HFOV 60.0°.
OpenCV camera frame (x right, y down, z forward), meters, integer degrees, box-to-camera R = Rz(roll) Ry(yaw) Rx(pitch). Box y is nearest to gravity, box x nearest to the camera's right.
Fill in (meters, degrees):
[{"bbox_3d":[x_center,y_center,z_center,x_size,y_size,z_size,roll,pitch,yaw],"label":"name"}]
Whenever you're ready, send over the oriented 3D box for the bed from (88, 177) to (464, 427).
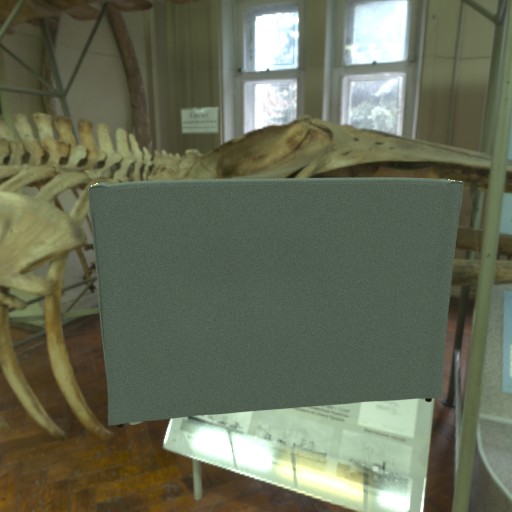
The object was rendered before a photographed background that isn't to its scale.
[{"bbox_3d":[0.000,0.000,3.425,1.925,1.332,2.276,-2,14,-8],"label":"bed"}]
